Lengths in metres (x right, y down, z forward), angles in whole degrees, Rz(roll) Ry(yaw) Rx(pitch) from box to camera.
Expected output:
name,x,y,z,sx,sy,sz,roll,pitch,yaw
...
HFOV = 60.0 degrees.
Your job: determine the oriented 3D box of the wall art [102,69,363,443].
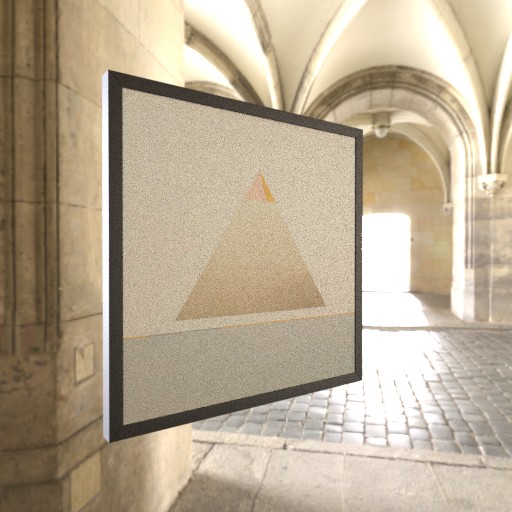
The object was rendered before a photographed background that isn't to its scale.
name,x,y,z,sx,sy,sz,roll,pitch,yaw
wall art,0.000,0.000,1.147,0.769,0.766,0.042,0,1,-35
